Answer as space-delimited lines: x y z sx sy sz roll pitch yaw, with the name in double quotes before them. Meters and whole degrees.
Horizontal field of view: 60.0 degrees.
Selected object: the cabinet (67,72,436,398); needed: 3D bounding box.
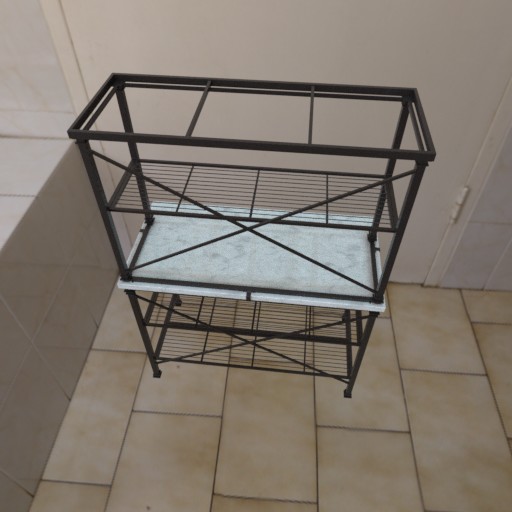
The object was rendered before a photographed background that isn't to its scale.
"cabinet" 0.000 0.000 2.215 1.210 1.659 0.610 5 46 4
